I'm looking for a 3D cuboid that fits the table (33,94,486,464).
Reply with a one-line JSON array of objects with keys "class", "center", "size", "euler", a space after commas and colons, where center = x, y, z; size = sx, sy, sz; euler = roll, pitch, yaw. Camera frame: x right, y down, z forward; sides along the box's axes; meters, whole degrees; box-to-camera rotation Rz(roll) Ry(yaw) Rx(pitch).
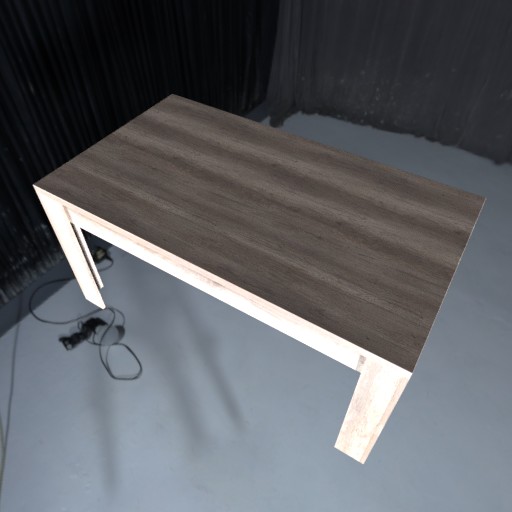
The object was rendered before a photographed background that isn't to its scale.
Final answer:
[{"class": "table", "center": [0.000, 0.000, 2.078], "size": [1.600, 0.775, 0.900], "euler": [25, 52, 21]}]
